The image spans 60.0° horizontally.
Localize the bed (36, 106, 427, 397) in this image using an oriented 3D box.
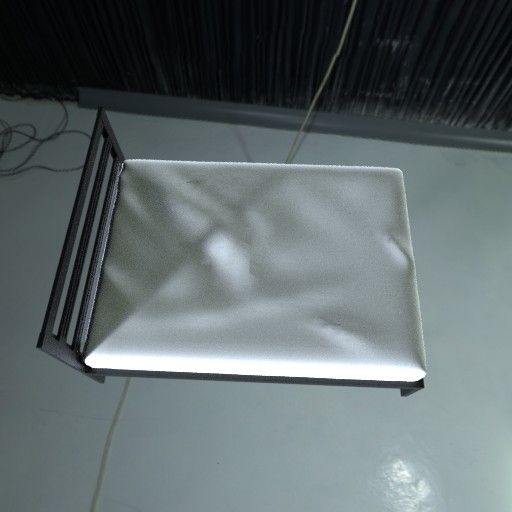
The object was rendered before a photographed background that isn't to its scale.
[{"bbox_3d":[0.000,0.000,2.858,2.062,0.967,1.524,2,64,1],"label":"bed"}]
